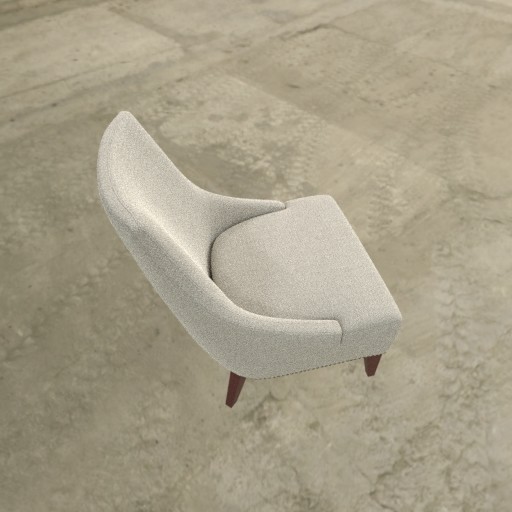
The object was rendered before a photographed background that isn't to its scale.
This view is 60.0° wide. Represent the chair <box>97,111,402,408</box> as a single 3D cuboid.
[{"bbox_3d":[0.000,0.000,1.543,0.861,0.909,0.701,-10,47,-10],"label":"chair"}]
